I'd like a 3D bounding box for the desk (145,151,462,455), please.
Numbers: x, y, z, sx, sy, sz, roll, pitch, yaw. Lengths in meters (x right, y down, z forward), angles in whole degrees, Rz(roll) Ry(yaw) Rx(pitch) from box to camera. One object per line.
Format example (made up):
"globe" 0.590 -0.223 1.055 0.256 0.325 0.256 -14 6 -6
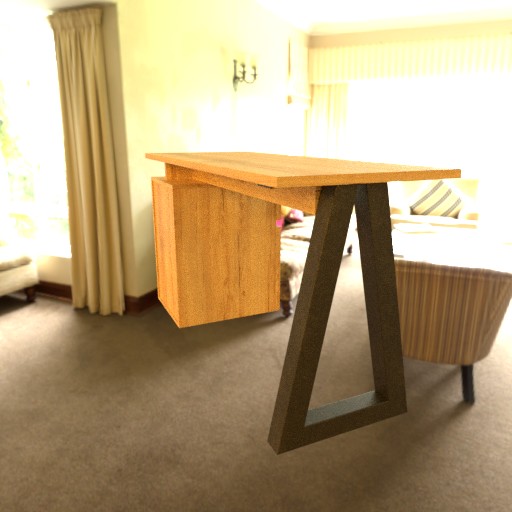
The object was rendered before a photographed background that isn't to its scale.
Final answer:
"desk" 0.000 0.000 1.769 0.550 0.760 1.400 -7 17 -24
